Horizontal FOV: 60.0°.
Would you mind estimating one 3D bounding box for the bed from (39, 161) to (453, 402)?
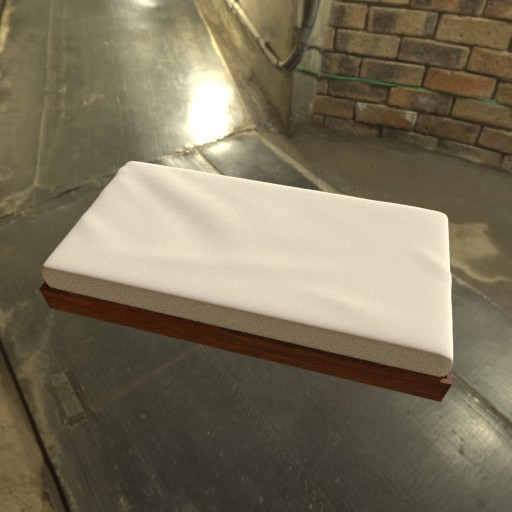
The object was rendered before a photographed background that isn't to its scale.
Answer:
[{"bbox_3d":[0.000,0.000,2.227,1.860,0.312,0.940,11,47,11],"label":"bed"}]
